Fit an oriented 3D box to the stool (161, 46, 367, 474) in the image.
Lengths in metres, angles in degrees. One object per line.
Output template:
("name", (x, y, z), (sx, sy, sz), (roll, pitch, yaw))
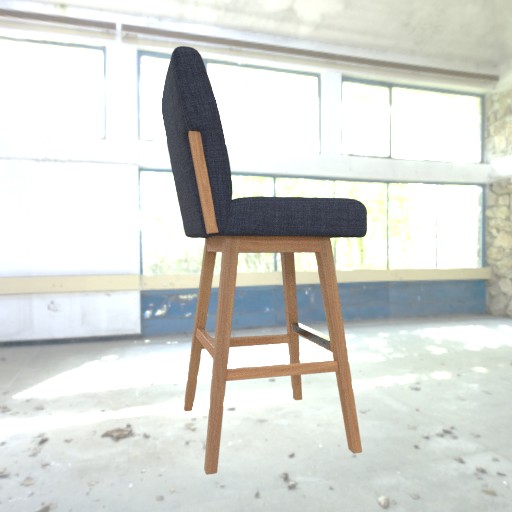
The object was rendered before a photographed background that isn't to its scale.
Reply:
("stool", (0.000, 0.000, 1.411), (0.570, 1.112, 0.483), (0, 1, -16))
